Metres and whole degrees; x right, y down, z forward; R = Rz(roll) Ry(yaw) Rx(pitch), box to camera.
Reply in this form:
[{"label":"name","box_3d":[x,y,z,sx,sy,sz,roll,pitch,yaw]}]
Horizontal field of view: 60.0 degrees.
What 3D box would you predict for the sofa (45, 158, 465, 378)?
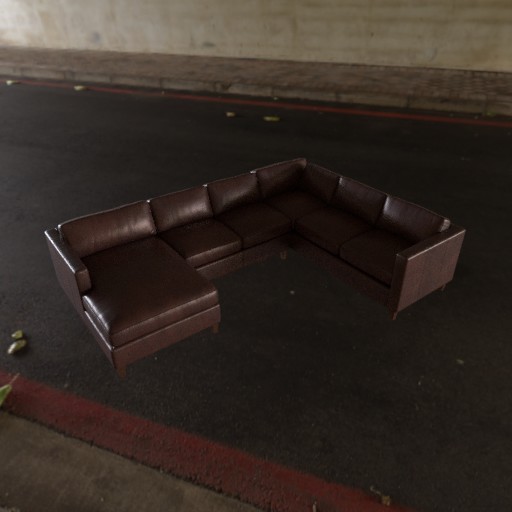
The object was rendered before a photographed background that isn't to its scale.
[{"label":"sofa","box_3d":[0.000,0.000,4.475,3.324,0.891,2.452,-21,37,-31]}]
